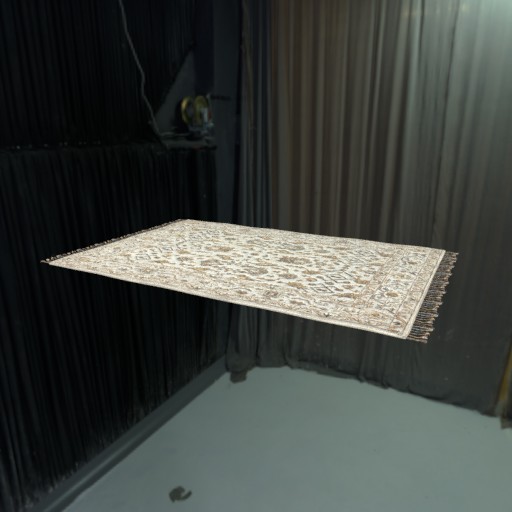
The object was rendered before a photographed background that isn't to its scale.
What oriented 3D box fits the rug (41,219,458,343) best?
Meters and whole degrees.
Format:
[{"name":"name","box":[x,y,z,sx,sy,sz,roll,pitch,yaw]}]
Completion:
[{"name":"rug","box":[0.000,0.000,3.025,2.434,0.027,1.529,9,19,27]}]
